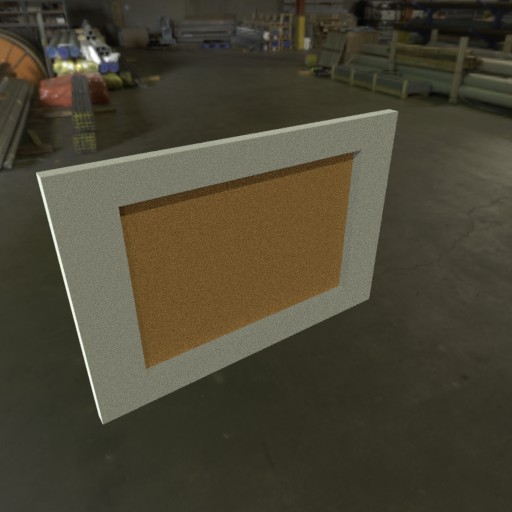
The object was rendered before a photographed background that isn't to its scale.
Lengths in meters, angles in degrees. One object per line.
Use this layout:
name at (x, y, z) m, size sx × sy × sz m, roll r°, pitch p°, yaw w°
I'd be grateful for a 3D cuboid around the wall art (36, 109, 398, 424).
wall art at (0.000, 0.000, 1.135) m, size 0.906 × 0.617 × 0.033 m, roll -19°, pitch 35°, yaw -29°
